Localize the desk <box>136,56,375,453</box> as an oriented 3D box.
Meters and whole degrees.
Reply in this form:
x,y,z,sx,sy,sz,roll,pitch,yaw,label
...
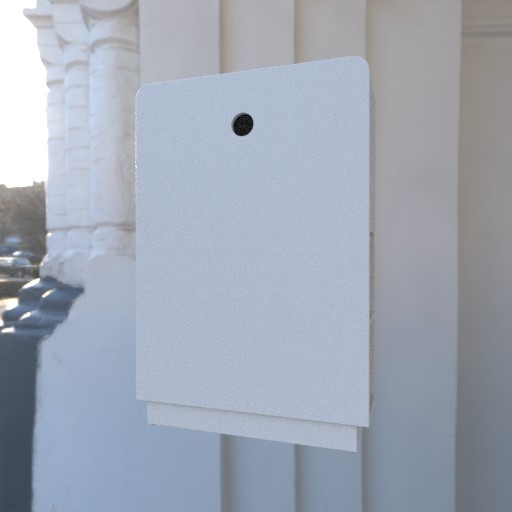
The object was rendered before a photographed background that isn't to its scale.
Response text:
x,y,z,sx,sy,sz,roll,pitch,yaw,label
0.000,0.000,1.558,0.795,1.190,0.278,0,0,18,desk
